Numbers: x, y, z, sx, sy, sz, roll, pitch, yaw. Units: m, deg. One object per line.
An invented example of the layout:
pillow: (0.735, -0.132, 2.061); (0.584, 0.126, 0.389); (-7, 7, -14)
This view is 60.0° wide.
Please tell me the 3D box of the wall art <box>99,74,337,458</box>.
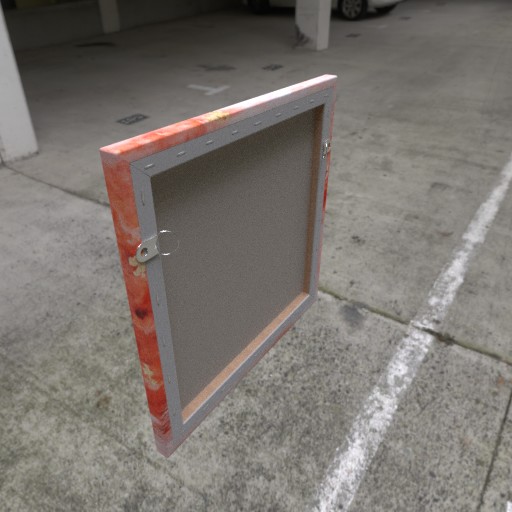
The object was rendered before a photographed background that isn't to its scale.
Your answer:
wall art: (0.000, 0.000, 1.112); (0.064, 0.746, 0.747); (20, 37, 29)
